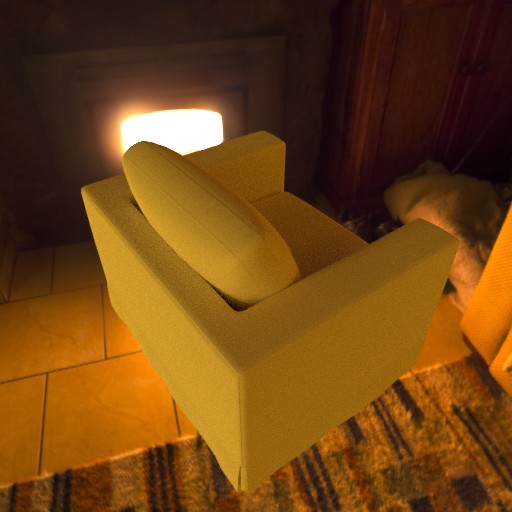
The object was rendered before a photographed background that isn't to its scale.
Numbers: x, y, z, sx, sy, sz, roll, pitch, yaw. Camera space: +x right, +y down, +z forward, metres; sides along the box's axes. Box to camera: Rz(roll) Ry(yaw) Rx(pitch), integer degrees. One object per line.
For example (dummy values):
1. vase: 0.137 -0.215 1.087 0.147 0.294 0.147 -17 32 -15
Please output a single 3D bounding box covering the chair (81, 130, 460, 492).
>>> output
1. chair: 0.000 0.000 1.764 0.957 0.878 1.150 -25 46 -27
